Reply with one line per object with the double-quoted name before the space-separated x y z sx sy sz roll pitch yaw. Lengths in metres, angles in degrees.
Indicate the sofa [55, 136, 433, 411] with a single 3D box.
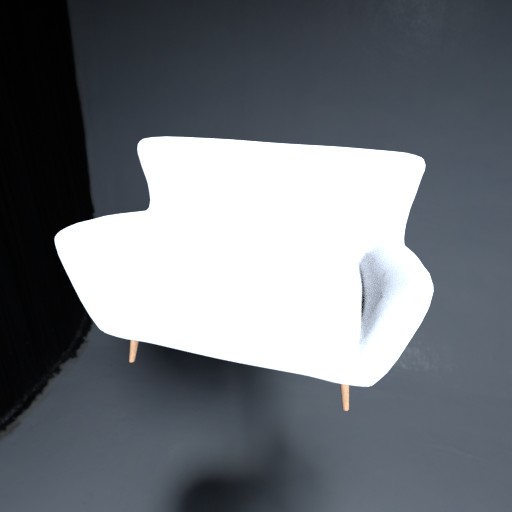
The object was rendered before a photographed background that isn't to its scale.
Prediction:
"sofa" 0.000 0.000 1.992 1.424 0.878 0.921 8 28 16
